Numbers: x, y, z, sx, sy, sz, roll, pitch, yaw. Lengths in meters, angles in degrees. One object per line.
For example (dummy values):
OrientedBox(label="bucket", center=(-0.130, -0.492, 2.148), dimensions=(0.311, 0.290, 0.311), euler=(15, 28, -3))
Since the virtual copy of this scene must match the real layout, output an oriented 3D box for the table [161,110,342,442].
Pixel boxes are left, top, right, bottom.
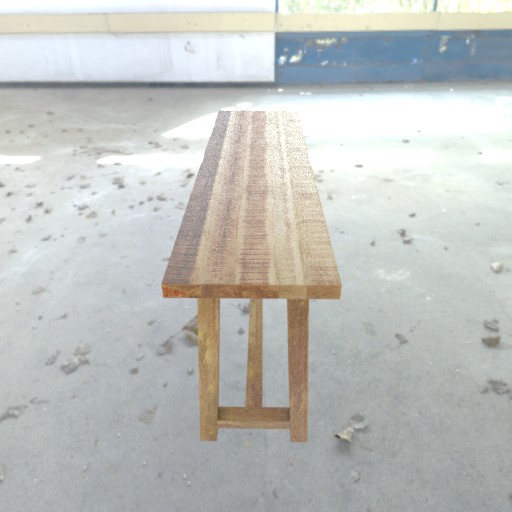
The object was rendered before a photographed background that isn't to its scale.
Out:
OrientedBox(label="table", center=(0.000, 0.000, 1.853), dimensions=(0.405, 0.810, 1.524), euler=(0, 32, 1))
